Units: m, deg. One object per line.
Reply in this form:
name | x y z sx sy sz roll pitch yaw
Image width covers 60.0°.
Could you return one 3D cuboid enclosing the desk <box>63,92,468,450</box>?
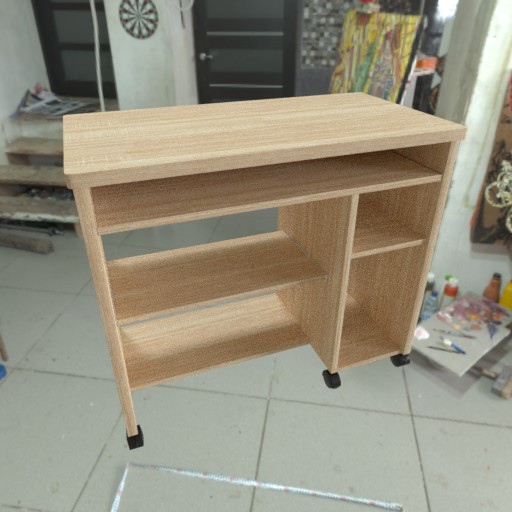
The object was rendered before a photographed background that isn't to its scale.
desk | 0.000 0.000 1.281 0.884 0.770 0.480 -11 32 -18
